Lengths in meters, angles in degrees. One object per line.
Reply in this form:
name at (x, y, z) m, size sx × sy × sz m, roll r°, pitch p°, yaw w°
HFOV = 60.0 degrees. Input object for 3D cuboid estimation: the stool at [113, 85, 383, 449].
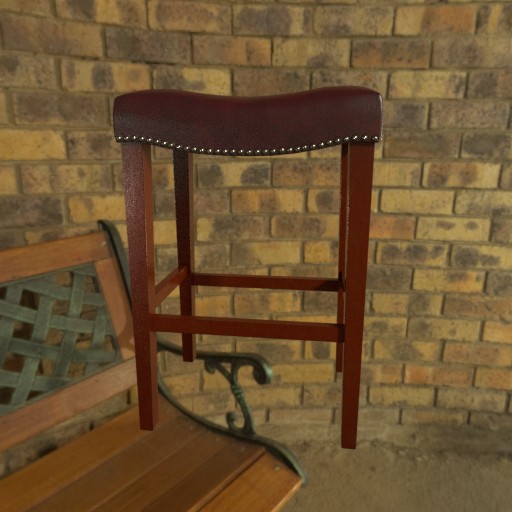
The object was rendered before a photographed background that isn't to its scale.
stool at (0.000, 0.000, 1.053) m, size 0.504 × 0.742 × 0.372 m, roll 2°, pitch 15°, yaw 8°
